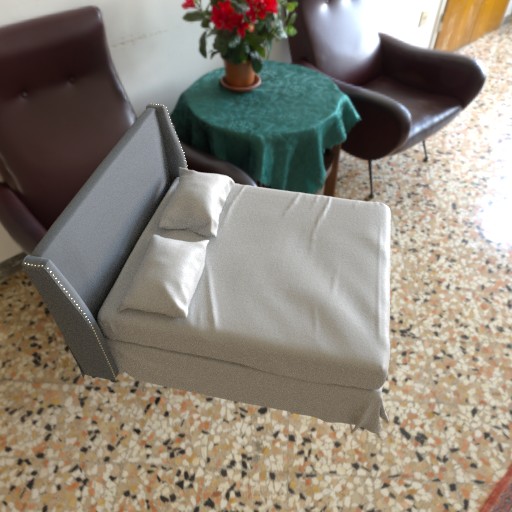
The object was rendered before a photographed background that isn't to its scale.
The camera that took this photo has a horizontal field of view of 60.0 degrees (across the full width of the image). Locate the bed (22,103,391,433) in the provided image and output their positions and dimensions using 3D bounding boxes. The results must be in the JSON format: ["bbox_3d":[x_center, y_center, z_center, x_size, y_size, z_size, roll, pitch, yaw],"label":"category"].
[{"bbox_3d":[0.000,0.000,3.382,2.276,1.332,1.925,9,47,9],"label":"bed"}]
